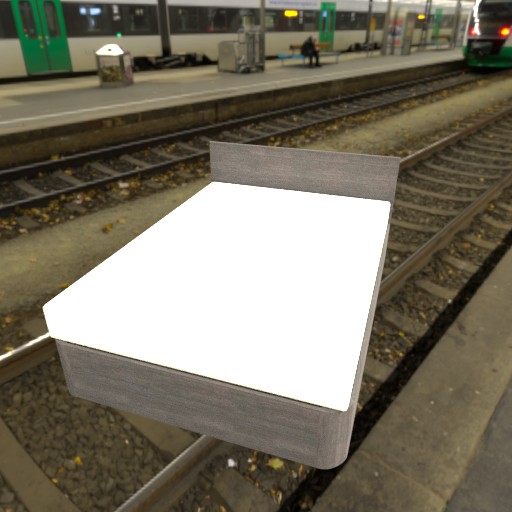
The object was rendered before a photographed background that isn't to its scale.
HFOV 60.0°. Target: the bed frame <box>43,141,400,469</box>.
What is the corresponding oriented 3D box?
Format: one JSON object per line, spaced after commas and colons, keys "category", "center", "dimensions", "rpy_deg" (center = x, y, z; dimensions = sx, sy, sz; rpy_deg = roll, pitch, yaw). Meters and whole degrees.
{"category": "bed frame", "center": [0.000, 0.000, 2.581], "dimensions": [1.400, 0.800, 1.900], "rpy_deg": [9, 29, 17]}
